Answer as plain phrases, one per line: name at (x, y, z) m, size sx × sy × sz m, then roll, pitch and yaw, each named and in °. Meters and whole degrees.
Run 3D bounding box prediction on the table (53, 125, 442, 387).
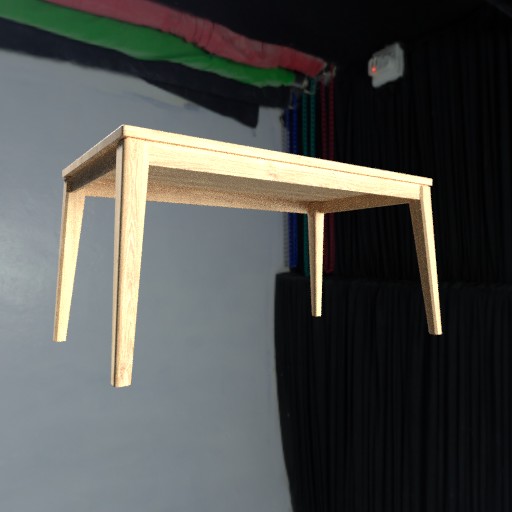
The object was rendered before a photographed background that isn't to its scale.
table at (0.000, 0.000, 2.083) m, size 1.600 × 0.760 × 0.900 m, roll 0°, pitch -1°, yaw -35°
